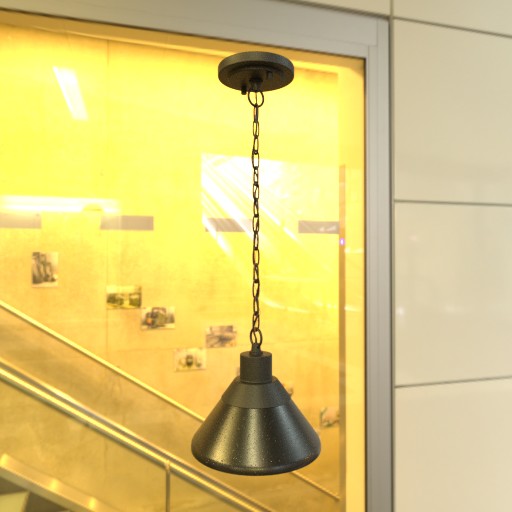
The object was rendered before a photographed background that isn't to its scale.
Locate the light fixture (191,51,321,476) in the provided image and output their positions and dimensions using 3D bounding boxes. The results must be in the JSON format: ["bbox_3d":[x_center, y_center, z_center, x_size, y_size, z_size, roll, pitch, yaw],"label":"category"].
[{"bbox_3d":[0.000,0.000,0.694,0.201,0.588,0.201,0,-1,-35],"label":"light fixture"}]
